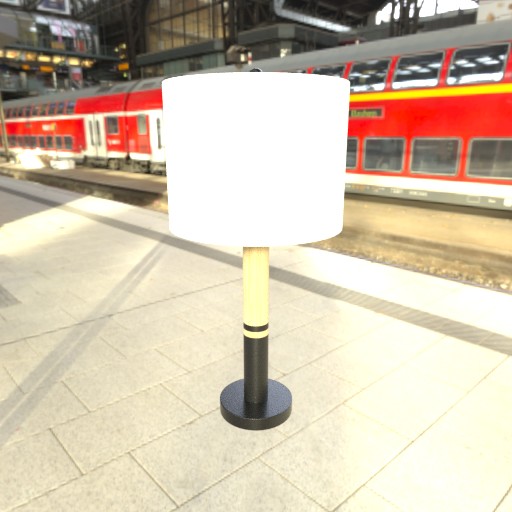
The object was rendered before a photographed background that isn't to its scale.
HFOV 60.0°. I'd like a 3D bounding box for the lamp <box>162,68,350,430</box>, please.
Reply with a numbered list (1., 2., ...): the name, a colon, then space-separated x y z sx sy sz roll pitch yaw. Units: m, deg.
1. lamp: 0.000 0.000 0.813 0.305 0.640 0.305 -15 21 -42
